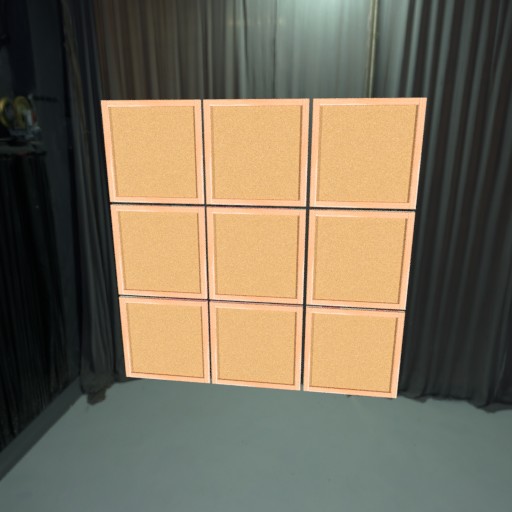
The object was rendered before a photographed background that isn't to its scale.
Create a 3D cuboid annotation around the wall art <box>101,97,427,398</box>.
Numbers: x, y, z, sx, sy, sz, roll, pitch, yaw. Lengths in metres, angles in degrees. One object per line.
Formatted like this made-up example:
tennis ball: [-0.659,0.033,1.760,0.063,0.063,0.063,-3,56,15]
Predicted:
wall art: [0.000,0.000,1.362,0.911,0.910,0.012,2,16,8]
